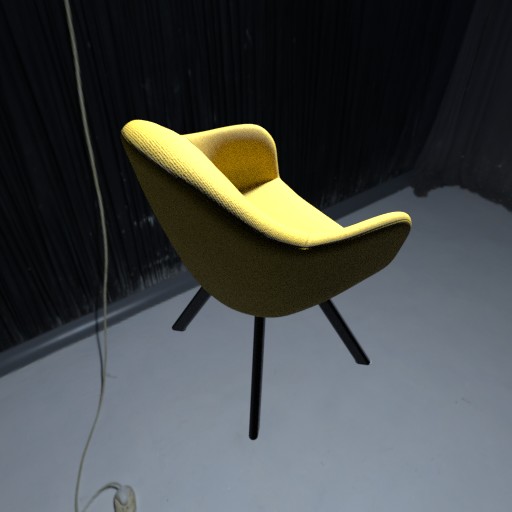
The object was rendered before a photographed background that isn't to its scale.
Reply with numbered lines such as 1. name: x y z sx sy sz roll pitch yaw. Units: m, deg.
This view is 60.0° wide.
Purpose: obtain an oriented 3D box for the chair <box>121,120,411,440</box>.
1. chair: 0.000 0.000 1.175 0.550 0.795 0.590 -24 45 -26
